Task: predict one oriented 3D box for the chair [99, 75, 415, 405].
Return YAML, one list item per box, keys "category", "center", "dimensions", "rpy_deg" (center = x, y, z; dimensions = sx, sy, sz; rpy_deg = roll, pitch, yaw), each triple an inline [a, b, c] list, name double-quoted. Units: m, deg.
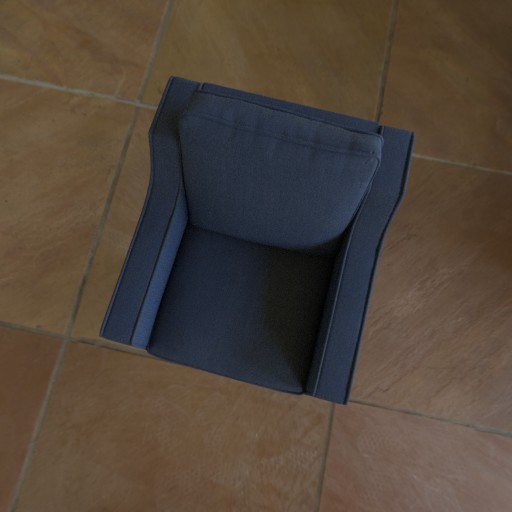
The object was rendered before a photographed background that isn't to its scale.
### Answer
- category: "chair"
  center: [0.000, 0.000, 1.674]
  dimensions: [0.831, 0.960, 0.909]
  rpy_deg: [15, 76, 4]
